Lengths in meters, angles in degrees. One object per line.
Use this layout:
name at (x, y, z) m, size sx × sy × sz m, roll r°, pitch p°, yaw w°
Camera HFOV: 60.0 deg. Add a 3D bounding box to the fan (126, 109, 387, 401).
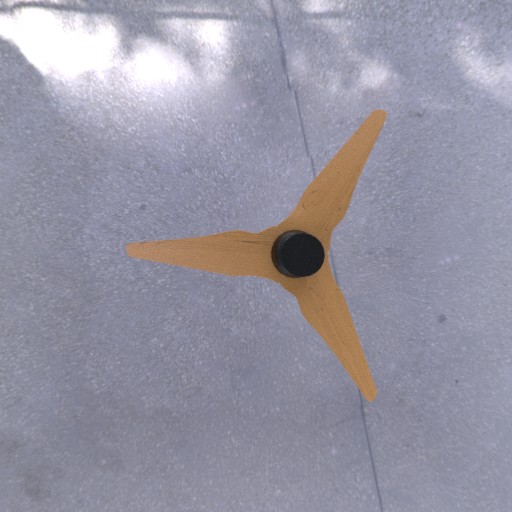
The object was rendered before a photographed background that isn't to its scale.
fan at (0.000, 0.000, 1.625) m, size 1.010 × 0.355 × 1.142 m, roll 0°, pitch 91°, yaw 0°
